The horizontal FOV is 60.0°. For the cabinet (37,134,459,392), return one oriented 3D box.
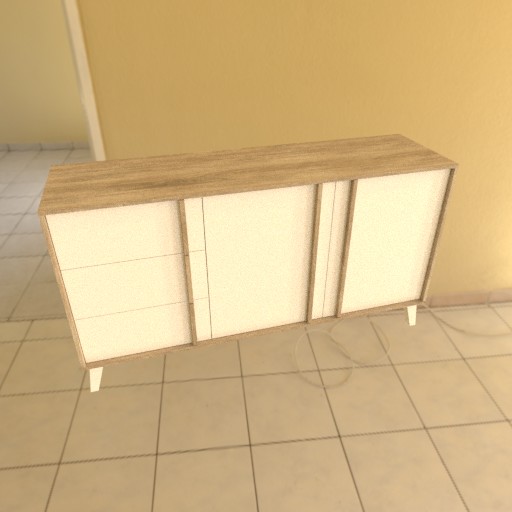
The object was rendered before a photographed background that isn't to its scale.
[{"bbox_3d":[0.000,0.000,2.031,1.600,0.870,0.450,-9,32,-14],"label":"cabinet"}]
